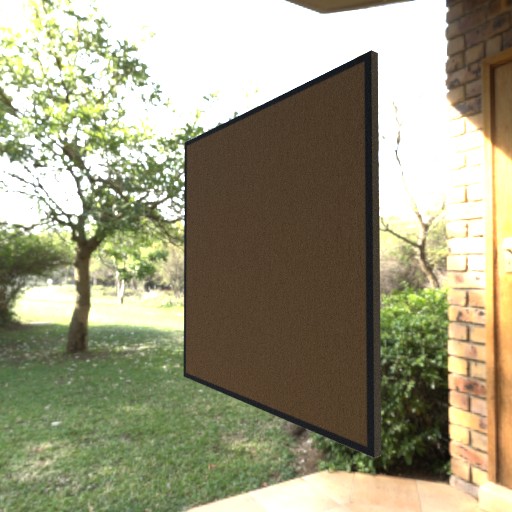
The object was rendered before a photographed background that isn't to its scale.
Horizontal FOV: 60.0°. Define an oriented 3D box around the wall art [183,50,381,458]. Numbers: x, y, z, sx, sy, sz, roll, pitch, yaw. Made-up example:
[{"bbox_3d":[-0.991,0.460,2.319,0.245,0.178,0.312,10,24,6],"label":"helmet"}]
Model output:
[{"bbox_3d":[0.000,0.000,1.201,0.022,0.803,0.805,1,-2,-36],"label":"wall art"}]
